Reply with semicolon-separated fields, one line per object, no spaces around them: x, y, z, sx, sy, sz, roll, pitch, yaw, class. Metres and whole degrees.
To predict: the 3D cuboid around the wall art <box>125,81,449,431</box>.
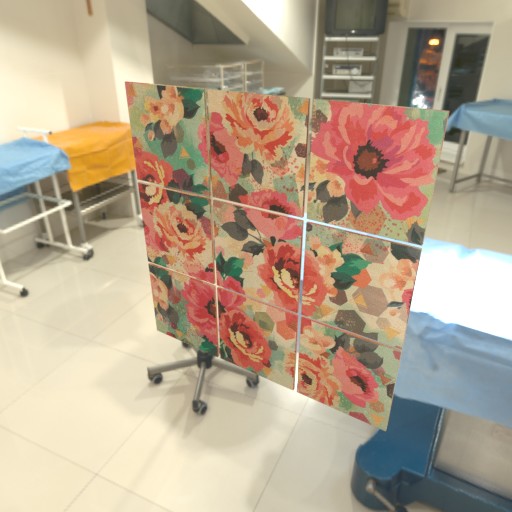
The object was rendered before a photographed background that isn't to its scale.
0.000;0.000;1.754;1.216;1.220;0.013;16;32;28;wall art
